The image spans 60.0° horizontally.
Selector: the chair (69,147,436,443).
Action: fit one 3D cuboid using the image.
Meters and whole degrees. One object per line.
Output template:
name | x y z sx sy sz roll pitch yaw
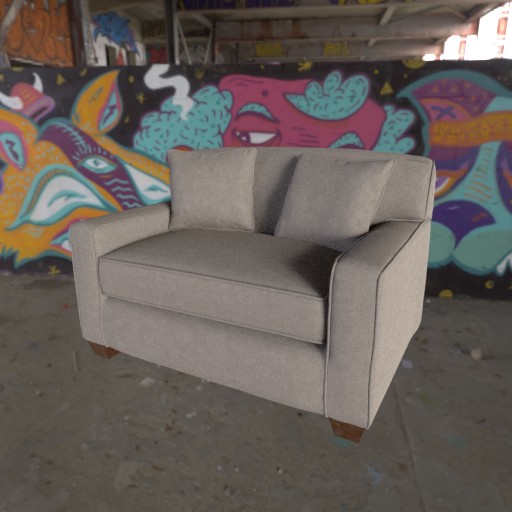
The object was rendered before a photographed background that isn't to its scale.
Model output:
chair | 0.000 0.000 2.055 1.395 0.953 0.992 9 19 27
